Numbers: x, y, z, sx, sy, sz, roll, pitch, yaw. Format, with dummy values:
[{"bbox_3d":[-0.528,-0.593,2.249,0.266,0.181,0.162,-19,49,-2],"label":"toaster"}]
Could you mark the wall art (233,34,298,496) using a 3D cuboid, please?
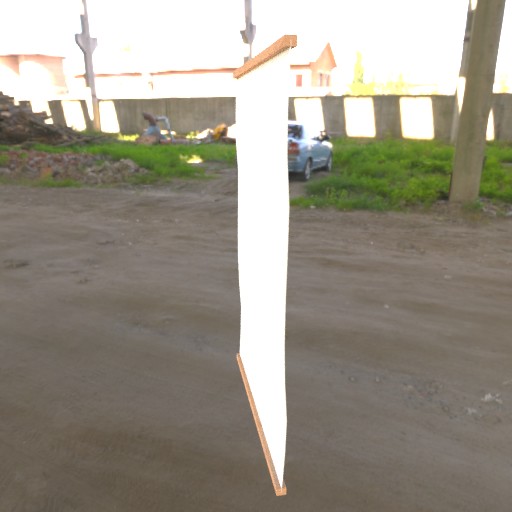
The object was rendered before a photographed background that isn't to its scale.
[{"bbox_3d":[0.000,0.000,0.620,0.012,0.508,0.332,-3,17,-10],"label":"wall art"}]
